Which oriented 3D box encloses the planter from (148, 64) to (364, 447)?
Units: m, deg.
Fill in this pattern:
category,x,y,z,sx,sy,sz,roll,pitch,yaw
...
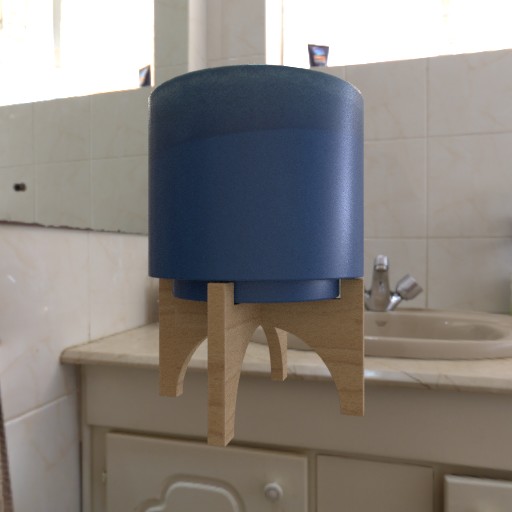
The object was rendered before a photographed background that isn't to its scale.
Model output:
category,x,y,z,sx,sy,sz,roll,pitch,yaw
planter,0.000,0.000,0.552,0.261,0.367,0.261,0,0,0
